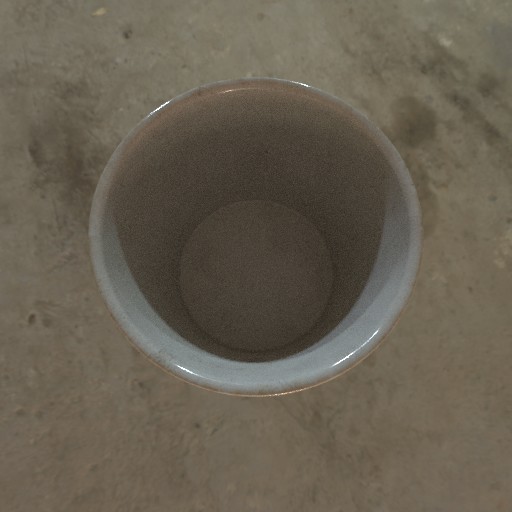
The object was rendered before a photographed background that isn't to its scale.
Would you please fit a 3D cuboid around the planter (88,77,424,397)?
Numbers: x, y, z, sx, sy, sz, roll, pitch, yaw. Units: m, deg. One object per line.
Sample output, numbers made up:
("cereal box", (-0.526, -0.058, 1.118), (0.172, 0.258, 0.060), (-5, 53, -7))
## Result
("planter", (0.000, 0.000, 0.217), (0.126, 0.104, 0.126), (0, 75, 0))
